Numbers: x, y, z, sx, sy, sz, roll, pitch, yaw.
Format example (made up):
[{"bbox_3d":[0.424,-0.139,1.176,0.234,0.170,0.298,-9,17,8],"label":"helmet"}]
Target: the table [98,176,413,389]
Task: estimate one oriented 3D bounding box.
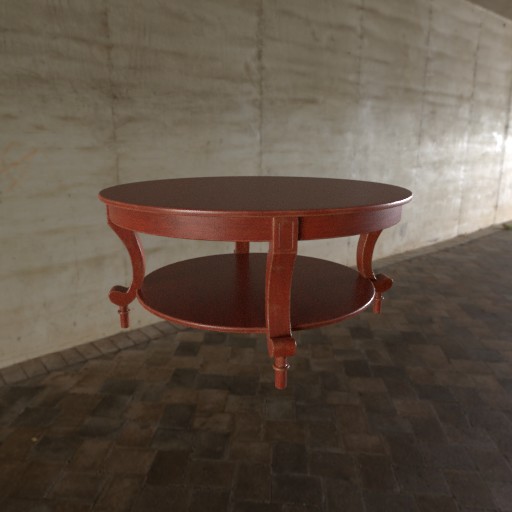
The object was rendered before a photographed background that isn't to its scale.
[{"bbox_3d":[0.000,0.000,1.586,1.029,0.486,1.029,0,15,0],"label":"table"}]
